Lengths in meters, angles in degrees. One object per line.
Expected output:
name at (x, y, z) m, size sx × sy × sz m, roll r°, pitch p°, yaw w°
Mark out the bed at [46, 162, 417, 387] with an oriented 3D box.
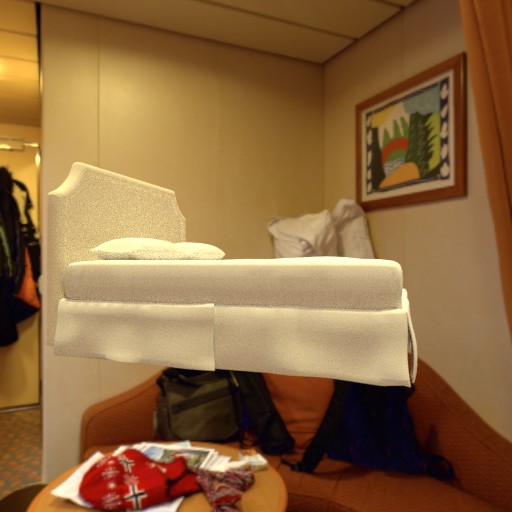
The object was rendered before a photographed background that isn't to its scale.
bed at (0.000, 0.000, 4.104) m, size 2.773 × 1.590 × 2.350 m, roll 0°, pitch -1°, yaw 18°
